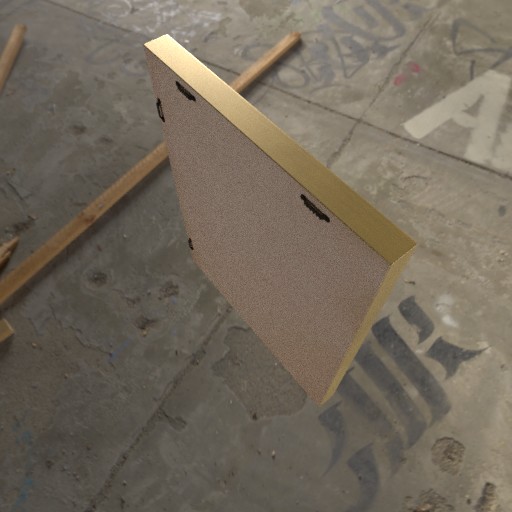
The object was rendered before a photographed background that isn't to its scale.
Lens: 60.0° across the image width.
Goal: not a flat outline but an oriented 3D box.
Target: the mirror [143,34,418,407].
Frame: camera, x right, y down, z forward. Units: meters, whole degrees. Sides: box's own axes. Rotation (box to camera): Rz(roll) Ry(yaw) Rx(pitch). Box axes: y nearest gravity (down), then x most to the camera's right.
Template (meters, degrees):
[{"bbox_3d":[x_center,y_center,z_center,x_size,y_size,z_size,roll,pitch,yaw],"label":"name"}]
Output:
[{"bbox_3d":[0.000,0.000,0.682,0.041,0.508,0.405,-34,64,-19],"label":"mirror"}]
